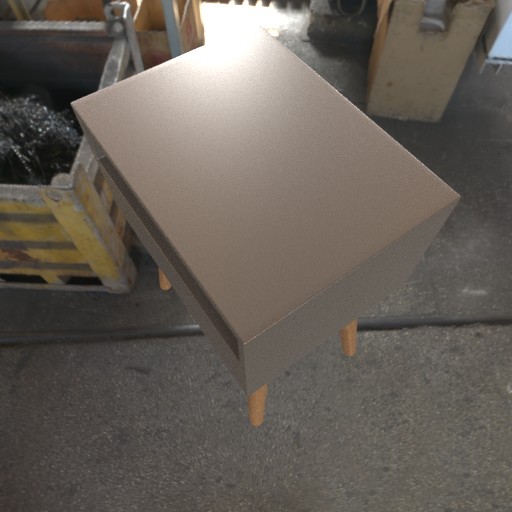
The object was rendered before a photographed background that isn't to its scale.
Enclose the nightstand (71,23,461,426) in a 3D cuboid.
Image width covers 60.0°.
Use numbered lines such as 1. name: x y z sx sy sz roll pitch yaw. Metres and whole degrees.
1. nightstand: 0.000 0.000 0.721 0.288 0.508 0.370 -32 65 -17
